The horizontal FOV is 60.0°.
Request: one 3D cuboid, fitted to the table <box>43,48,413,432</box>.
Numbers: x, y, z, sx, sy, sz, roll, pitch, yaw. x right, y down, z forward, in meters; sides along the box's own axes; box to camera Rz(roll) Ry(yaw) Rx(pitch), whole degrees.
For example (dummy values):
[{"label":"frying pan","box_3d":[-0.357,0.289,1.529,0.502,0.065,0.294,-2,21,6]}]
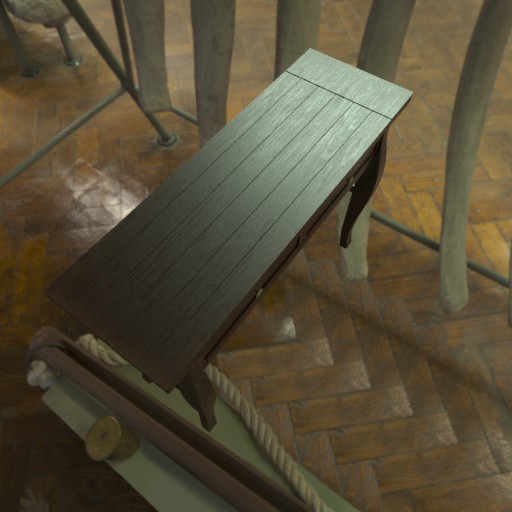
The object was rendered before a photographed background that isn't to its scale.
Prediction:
[{"label":"table","box_3d":[0.000,0.000,1.448,0.373,0.768,1.062,32,64,18]}]
